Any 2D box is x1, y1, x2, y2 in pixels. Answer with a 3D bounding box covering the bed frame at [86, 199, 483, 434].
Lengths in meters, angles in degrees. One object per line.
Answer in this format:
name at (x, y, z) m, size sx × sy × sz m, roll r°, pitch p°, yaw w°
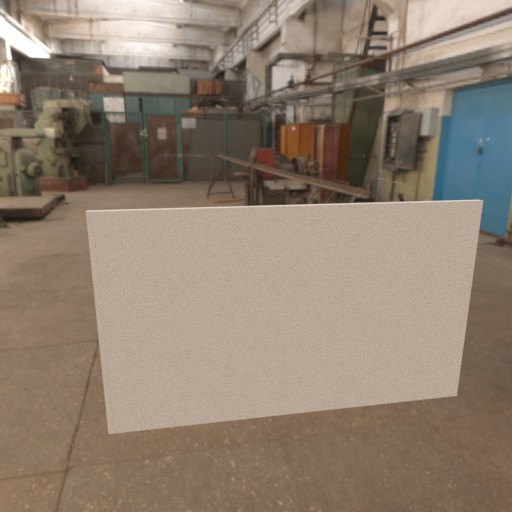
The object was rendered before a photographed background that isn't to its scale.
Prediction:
bed frame at (0.000, 0.000, 2.985) m, size 1.711 × 1.001 × 2.100 m, roll -3°, pitch 15°, yaw -10°
